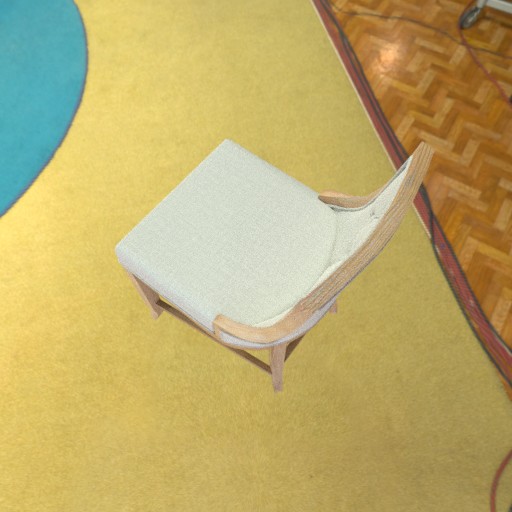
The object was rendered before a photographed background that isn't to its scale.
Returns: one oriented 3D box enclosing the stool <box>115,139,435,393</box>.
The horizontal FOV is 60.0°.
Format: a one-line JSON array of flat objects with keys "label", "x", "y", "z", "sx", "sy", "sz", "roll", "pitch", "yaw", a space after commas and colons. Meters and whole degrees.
[{"label": "stool", "x": 0.000, "y": 0.000, "z": 1.296, "sx": 0.626, "sy": 0.938, "sz": 0.524, "roll": 34, "pitch": 68, "yaw": 16}]
